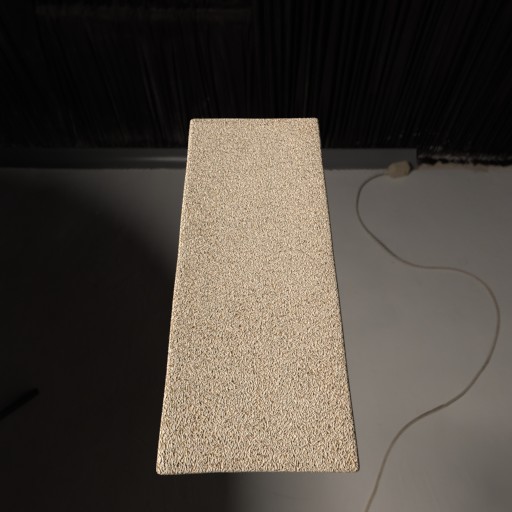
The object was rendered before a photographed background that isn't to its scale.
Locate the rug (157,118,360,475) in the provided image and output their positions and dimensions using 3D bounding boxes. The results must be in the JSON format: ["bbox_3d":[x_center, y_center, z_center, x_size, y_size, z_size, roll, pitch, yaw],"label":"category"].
[{"bbox_3d":[0.000,0.000,1.721,0.609,0.030,1.524,0,59,0],"label":"rug"}]
